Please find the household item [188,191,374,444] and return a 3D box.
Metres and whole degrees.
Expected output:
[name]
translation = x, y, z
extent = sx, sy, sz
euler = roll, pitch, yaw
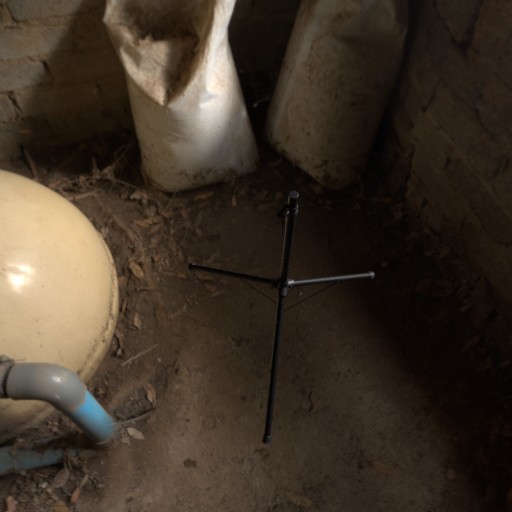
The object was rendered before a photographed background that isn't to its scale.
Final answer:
[household item]
translation = 0.000, 0.000, 2.855
extent = 1.339, 1.595, 1.596
euler = 31, 64, 17
